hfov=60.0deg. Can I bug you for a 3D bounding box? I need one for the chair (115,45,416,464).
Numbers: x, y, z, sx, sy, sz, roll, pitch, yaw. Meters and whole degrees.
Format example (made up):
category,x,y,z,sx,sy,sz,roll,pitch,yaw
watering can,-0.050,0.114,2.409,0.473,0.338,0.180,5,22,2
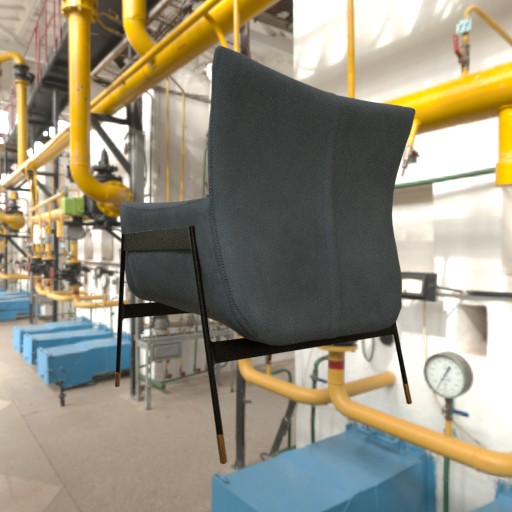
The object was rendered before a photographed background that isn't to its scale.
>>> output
category,x,y,z,sx,sy,sz,roll,pitch,yaw
chair,0.000,0.000,1.360,0.678,0.858,0.709,0,0,-36
